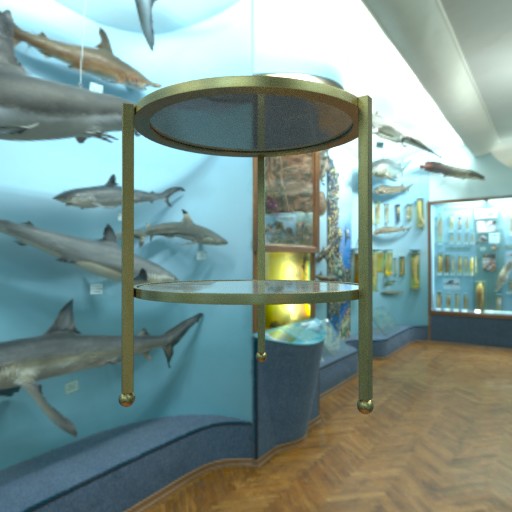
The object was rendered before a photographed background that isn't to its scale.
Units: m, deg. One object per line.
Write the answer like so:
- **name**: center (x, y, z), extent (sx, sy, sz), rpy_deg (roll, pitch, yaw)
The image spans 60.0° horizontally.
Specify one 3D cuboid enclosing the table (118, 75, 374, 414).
- **table**: center (0.000, 0.000, 0.444), extent (0.243, 0.269, 0.231), rpy_deg (0, -1, 35)
